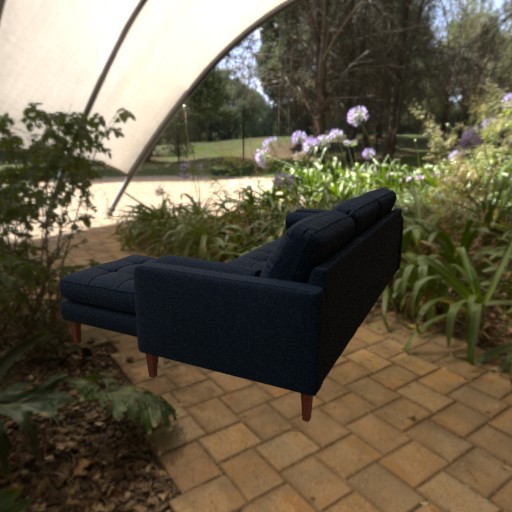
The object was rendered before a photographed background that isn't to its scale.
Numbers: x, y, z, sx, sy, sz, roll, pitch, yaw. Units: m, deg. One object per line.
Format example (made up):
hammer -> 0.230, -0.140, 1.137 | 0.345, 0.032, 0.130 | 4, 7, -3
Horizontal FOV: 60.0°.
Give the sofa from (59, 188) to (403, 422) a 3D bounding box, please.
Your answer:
sofa -> 0.000, 0.000, 3.023 | 1.613, 0.841, 2.185 | 7, 16, 25
